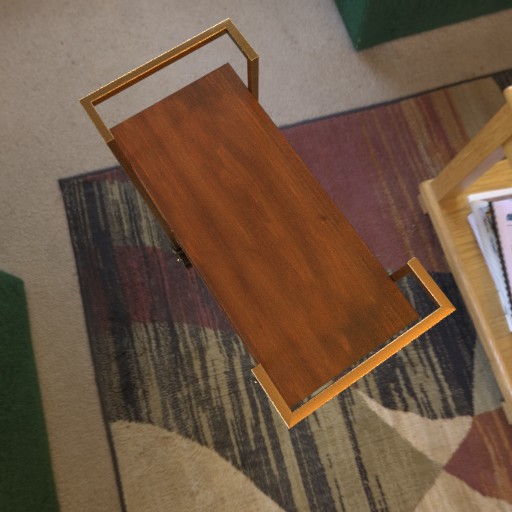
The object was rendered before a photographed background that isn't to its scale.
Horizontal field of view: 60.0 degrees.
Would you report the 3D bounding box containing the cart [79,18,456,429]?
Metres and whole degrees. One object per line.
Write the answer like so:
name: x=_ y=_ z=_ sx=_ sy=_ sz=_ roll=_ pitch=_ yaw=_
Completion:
cart: x=0.000 y=0.000 z=1.159 sx=0.364 sy=0.807 sz=0.695 roll=-33 pitch=78 yaw=-8
